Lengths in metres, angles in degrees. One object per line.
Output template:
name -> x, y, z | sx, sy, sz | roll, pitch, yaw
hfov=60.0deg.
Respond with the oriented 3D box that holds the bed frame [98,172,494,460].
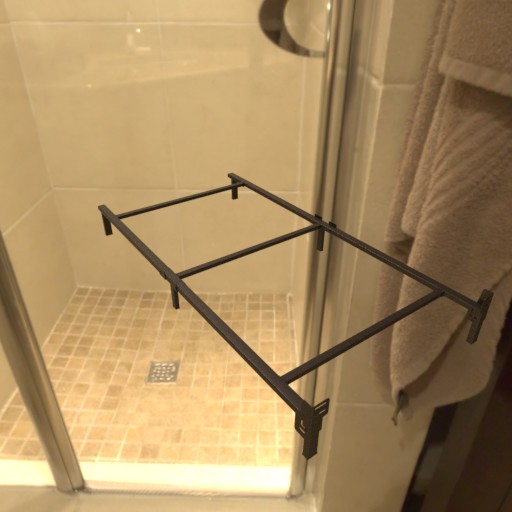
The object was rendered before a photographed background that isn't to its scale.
bed frame -> 0.000, 0.000, 2.239 | 0.968, 0.248, 1.897 | -20, 37, -30
